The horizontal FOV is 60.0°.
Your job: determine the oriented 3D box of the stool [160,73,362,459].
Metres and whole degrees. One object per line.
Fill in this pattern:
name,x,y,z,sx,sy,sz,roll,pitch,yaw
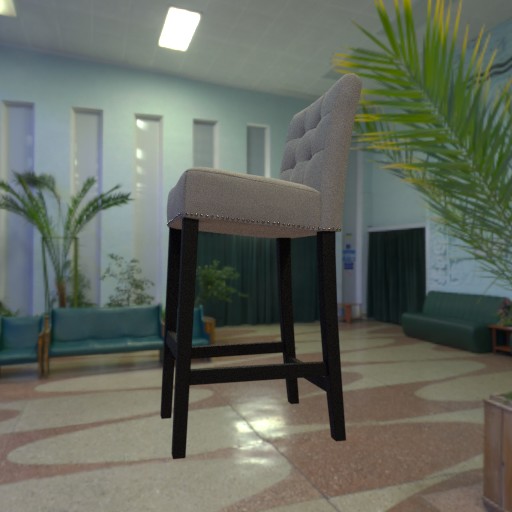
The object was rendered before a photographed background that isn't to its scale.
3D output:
stool,0.000,0.000,1.375,0.548,1.047,0.411,0,-1,-18
